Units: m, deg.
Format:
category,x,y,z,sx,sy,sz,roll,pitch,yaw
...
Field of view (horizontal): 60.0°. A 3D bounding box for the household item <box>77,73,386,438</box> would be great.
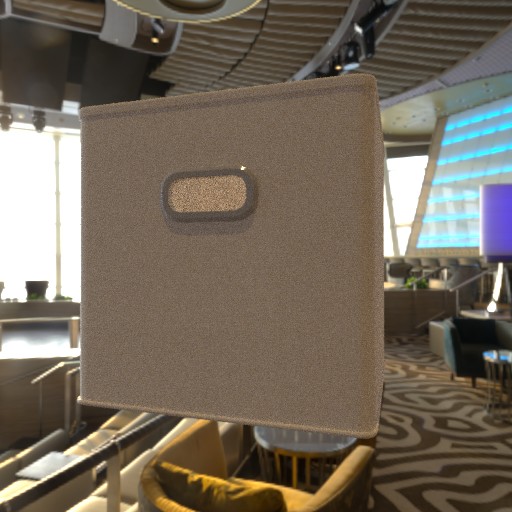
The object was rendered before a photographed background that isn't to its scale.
category,x,y,z,sx,sy,sz,roll,pitch,yaw
household item,0.000,0.000,0.554,0.305,0.305,0.305,0,0,18
